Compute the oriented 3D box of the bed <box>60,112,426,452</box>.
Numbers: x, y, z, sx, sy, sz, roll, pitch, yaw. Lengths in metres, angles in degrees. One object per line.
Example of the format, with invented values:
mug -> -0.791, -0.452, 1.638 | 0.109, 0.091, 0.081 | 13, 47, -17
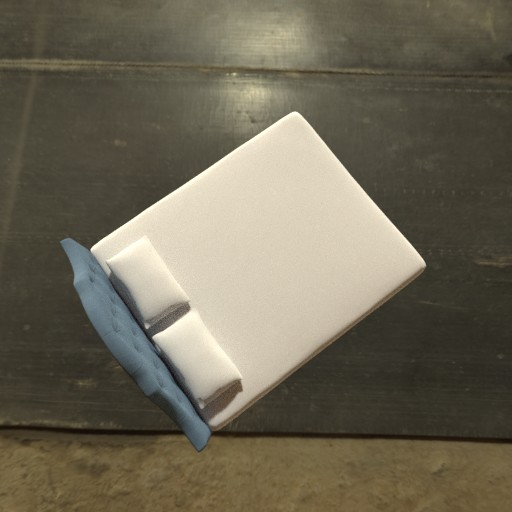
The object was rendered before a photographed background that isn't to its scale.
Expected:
bed -> 0.000, 0.000, 3.794 | 2.477, 1.617, 2.039 | -36, 79, -8
